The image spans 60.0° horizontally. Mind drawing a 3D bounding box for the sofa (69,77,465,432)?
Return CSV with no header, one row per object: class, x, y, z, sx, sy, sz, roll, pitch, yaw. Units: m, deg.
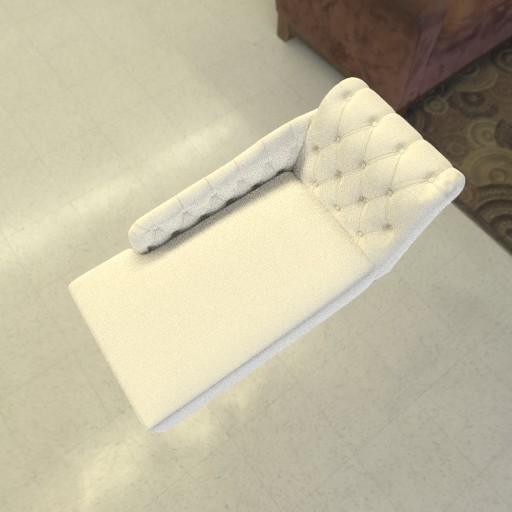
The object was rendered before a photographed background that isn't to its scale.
sofa,0.000,0.000,1.789,1.379,0.787,0.675,-32,69,-14
